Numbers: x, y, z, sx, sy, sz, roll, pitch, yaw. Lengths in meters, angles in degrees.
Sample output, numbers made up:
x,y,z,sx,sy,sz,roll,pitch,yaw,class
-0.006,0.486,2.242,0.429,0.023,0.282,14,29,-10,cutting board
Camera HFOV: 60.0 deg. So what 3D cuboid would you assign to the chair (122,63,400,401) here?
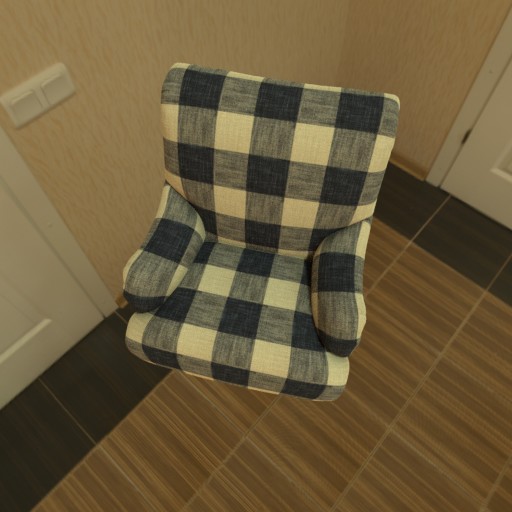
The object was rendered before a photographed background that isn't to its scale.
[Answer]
x,y,z,sx,sy,sz,roll,pitch,yaw,class
0.000,0.000,1.590,0.781,0.953,0.848,11,60,6,chair
